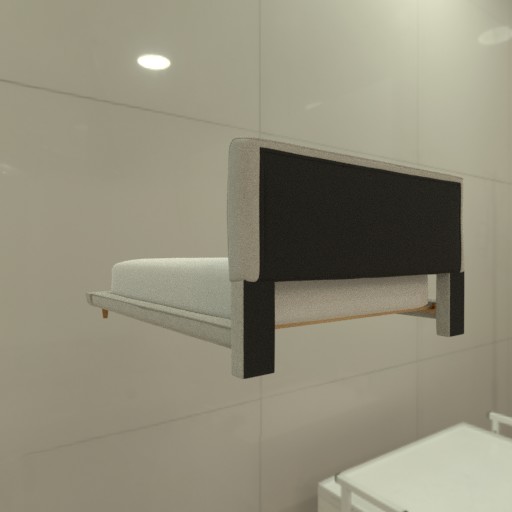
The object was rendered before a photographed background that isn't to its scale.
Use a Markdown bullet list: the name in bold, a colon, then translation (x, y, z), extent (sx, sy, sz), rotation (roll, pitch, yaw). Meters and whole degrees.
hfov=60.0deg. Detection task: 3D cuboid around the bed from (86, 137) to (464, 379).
- **bed**: translation (0.000, 0.000, 3.343), extent (1.840, 1.067, 2.368), rotation (0, 0, -37)
